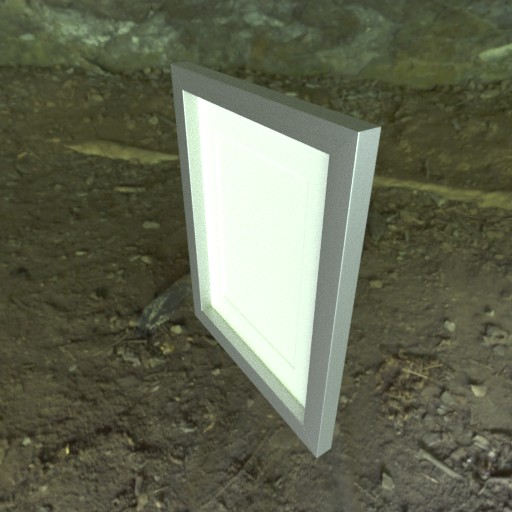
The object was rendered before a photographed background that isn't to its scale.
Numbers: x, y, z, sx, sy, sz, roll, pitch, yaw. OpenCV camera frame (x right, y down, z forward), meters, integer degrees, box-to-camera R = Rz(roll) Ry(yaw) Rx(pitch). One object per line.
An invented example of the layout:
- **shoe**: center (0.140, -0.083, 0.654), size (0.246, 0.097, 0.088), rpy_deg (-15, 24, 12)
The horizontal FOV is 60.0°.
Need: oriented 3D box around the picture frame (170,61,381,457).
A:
- **picture frame**: center (0.000, 0.000, 0.528), size (0.036, 0.386, 0.307), rpy_deg (-20, 38, -28)
